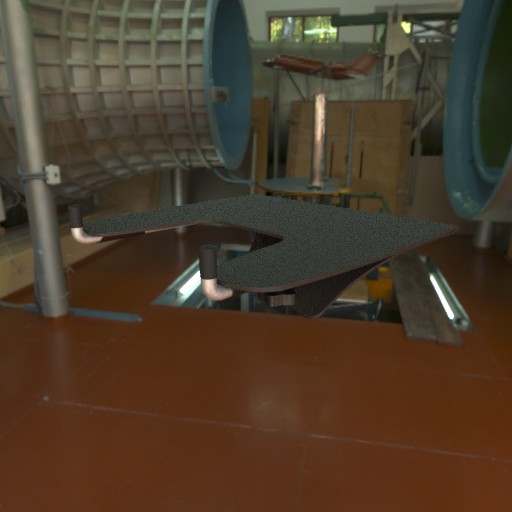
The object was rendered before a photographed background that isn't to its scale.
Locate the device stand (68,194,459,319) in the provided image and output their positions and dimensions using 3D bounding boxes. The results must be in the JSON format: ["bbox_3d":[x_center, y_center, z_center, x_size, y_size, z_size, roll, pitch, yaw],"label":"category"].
[{"bbox_3d":[0.000,0.000,0.360,0.230,0.092,0.230,-16,23,-42],"label":"device stand"}]
